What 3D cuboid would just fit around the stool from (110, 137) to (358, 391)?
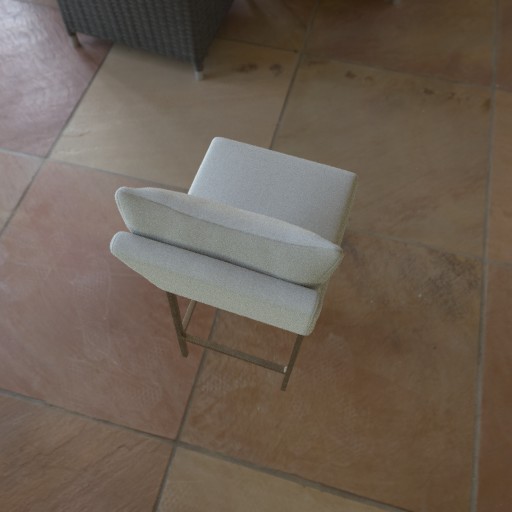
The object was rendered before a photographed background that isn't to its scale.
[{"bbox_3d":[0.000,0.000,1.345,0.463,1.032,0.572,16,65,8],"label":"stool"}]
